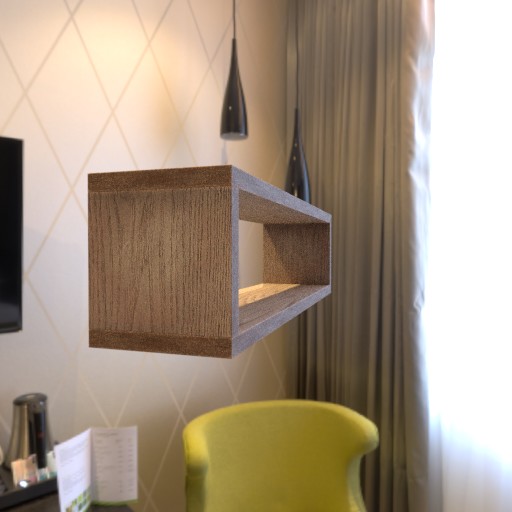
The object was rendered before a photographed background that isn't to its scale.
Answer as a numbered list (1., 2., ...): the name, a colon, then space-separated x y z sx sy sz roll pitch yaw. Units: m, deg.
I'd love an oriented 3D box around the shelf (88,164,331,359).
1. shelf: 0.000 0.000 0.700 0.150 0.170 0.610 0 1 18
